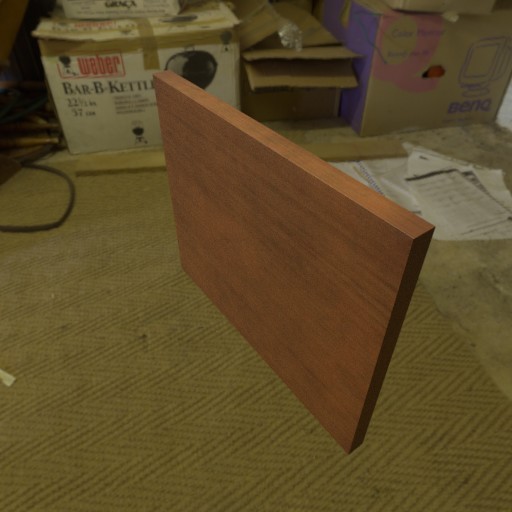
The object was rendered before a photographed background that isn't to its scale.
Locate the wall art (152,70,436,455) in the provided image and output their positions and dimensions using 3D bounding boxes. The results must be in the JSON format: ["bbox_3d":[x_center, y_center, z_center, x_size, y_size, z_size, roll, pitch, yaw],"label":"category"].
[{"bbox_3d":[0.000,0.000,0.752,0.033,0.457,0.558,-26,48,-26],"label":"wall art"}]
